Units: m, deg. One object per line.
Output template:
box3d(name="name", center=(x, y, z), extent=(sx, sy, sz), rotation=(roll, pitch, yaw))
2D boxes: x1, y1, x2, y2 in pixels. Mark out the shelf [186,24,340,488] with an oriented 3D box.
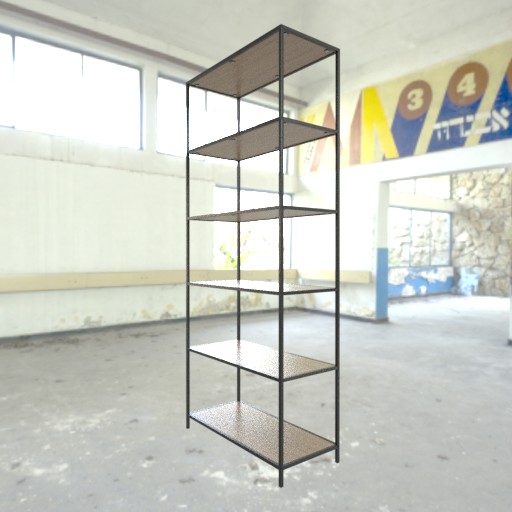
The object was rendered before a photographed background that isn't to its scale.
box3d(name="shelf", center=(0.000, 0.000, 2.177), extent=(0.350, 1.850, 0.770), rotation=(0, 0, -38))
